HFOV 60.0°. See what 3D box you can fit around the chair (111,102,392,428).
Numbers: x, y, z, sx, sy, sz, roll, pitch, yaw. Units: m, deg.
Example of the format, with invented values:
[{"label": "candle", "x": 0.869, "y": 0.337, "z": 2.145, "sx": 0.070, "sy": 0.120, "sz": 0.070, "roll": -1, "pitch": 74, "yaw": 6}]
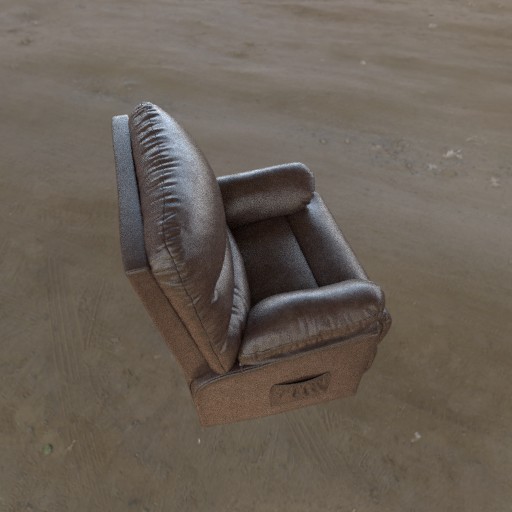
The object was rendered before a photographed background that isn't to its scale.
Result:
[{"label": "chair", "x": 0.000, "y": 0.000, "z": 1.740, "sx": 0.879, "sy": 1.041, "sz": 0.940, "roll": -11, "pitch": 48, "yaw": -10}]
